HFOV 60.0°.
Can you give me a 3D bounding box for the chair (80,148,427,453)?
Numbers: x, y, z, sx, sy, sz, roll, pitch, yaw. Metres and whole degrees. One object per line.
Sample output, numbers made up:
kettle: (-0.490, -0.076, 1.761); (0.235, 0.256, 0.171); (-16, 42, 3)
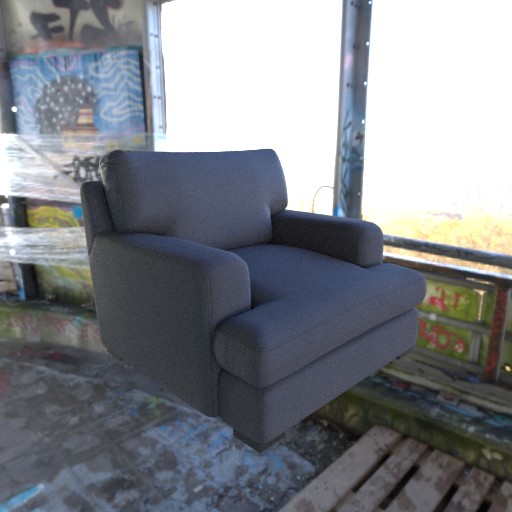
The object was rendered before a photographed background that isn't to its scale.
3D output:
chair: (0.000, 0.000, 2.011); (1.168, 0.940, 1.143); (-14, 20, -43)
